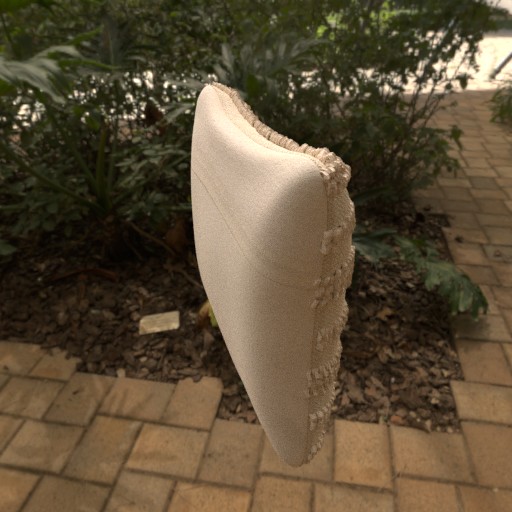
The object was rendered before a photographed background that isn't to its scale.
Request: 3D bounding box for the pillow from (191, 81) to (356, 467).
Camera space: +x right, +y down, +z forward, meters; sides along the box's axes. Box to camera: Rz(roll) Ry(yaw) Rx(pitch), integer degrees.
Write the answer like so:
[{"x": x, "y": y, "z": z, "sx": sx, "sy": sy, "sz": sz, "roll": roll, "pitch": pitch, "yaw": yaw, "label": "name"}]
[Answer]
[{"x": 0.000, "y": 0.000, "z": 0.651, "sx": 0.145, "sy": 0.427, "sz": 0.437, "roll": -10, "pitch": 33, "yaw": -16, "label": "pillow"}]
